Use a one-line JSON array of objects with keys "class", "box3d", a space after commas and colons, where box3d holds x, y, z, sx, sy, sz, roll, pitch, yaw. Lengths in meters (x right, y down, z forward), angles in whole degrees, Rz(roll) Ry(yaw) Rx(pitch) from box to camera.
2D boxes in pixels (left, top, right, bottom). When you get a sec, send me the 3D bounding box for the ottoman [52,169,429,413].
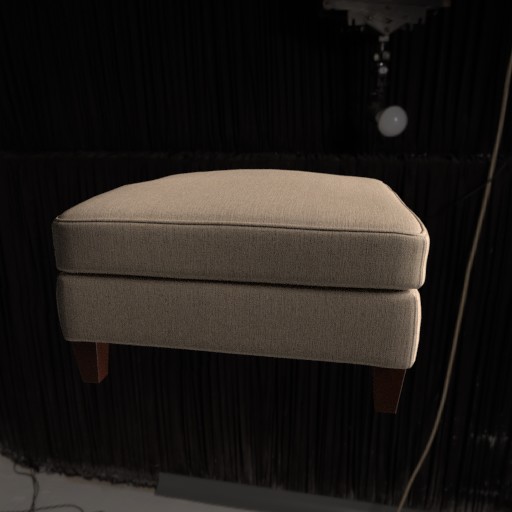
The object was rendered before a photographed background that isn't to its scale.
[{"class": "ottoman", "box3d": [0.000, 0.000, 1.355, 0.838, 0.481, 0.838, 3, 16, 9]}]
